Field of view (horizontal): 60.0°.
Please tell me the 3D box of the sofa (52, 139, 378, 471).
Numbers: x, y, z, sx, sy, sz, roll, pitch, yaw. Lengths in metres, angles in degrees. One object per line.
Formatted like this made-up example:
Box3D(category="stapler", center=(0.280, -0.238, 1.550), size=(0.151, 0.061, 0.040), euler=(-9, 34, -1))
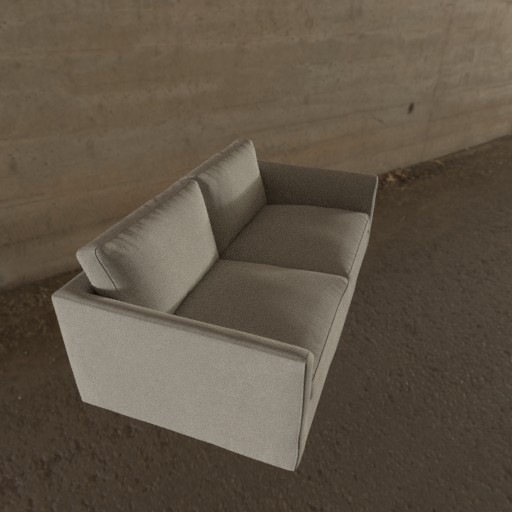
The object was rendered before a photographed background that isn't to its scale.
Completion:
Box3D(category="sofa", center=(0.000, 0.000, 2.501), size=(1.091, 0.839, 1.905), euler=(11, 32, 17))
